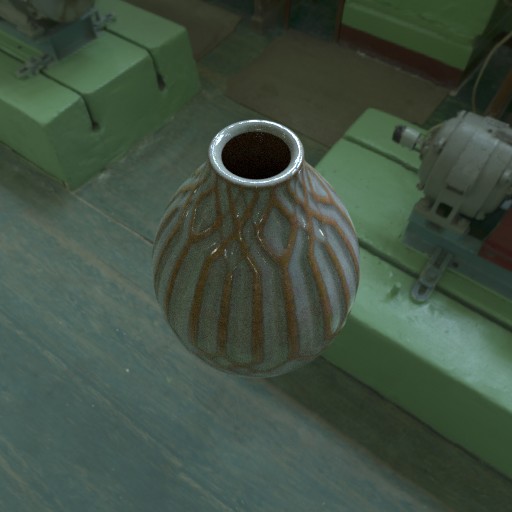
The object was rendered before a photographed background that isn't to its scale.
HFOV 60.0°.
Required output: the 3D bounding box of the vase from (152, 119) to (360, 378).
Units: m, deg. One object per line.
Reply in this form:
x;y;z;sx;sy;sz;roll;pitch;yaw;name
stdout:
0.000;0.000;0.275;0.131;0.175;0.131;0;57;0;vase
